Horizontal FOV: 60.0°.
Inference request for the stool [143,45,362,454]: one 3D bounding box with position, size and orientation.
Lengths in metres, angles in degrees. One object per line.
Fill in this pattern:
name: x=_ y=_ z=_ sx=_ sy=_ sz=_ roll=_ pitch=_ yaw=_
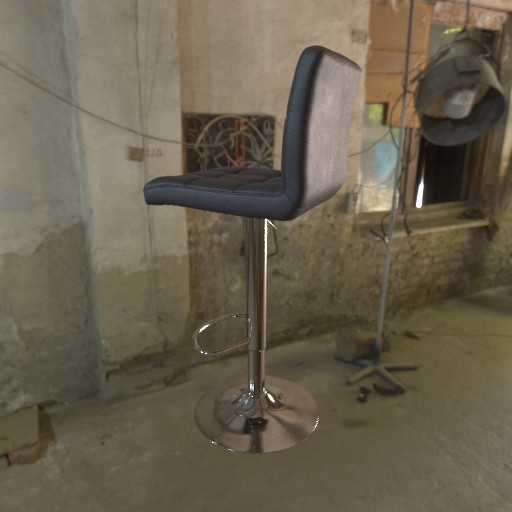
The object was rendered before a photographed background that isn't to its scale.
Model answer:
stool: x=0.000 y=0.000 z=1.362 sx=0.505 sy=1.115 sz=0.430 roll=8 pitch=19 yaw=23
